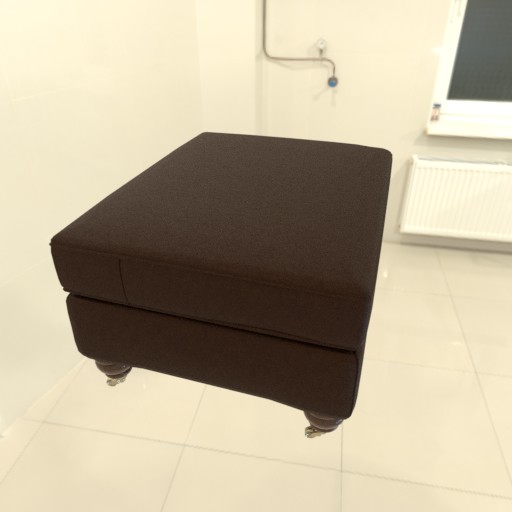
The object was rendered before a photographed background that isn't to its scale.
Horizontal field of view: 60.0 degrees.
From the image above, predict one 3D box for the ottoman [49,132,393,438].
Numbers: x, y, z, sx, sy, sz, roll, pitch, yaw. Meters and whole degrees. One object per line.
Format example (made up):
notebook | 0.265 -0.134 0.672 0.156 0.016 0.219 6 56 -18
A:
ottoman | 0.000 0.000 1.832 0.967 0.730 1.187 9 33 15
